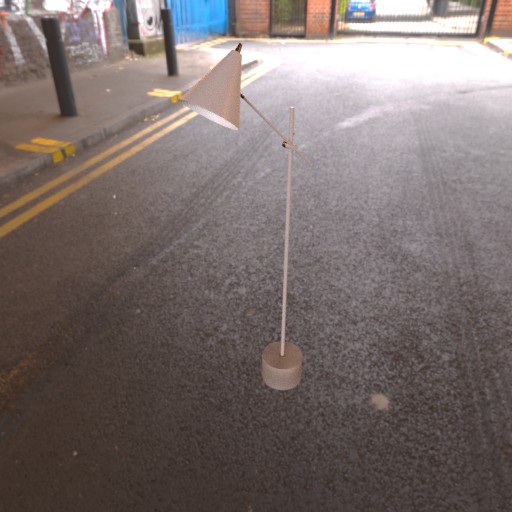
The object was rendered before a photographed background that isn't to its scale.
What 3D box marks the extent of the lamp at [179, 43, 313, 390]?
[{"bbox_3d":[0.000,0.000,1.636,0.508,1.430,0.223,-20,36,-30],"label":"lamp"}]
